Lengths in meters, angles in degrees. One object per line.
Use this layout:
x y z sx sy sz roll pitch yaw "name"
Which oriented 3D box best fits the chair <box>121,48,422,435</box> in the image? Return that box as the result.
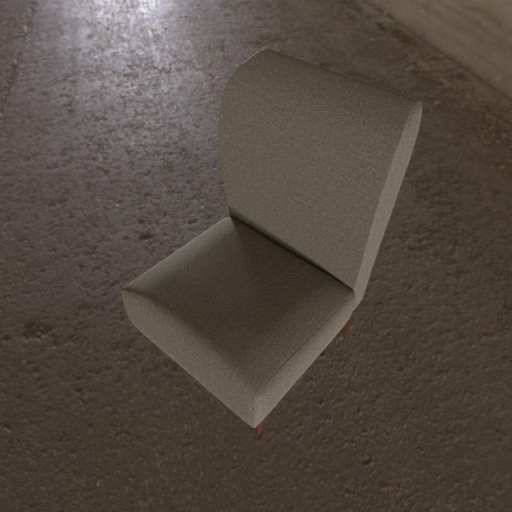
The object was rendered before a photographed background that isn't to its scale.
0.000 0.000 1.177 0.513 0.804 0.592 31 54 26 "chair"
